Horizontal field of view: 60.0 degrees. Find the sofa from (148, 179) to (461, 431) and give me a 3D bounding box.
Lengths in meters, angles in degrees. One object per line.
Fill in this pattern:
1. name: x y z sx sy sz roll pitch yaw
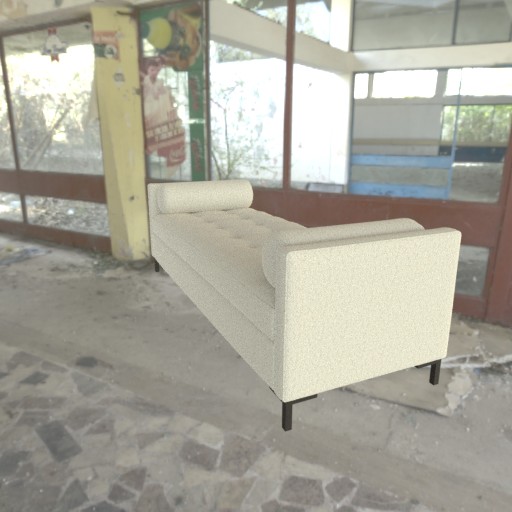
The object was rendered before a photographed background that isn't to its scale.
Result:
1. sofa: 0.000 0.000 2.379 0.746 0.641 1.985 -7 17 -24
